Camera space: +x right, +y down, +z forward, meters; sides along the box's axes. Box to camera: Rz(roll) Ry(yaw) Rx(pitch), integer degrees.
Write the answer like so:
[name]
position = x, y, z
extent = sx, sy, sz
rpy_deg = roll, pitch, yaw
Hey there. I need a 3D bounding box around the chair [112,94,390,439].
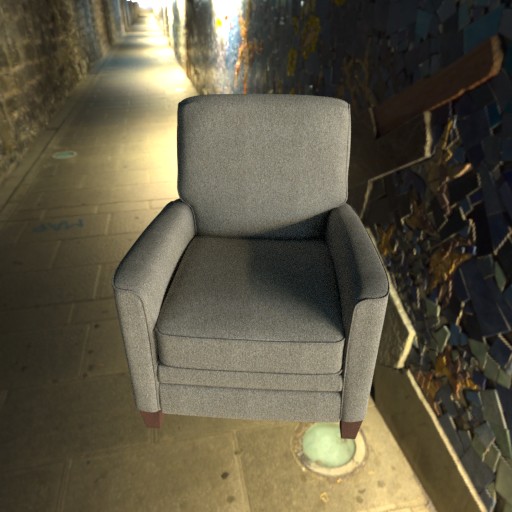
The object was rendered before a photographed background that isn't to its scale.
[chair]
position = 0.000, 0.000, 1.651
extent = 0.841, 1.028, 0.858
rpy_deg = 2, 30, 3
